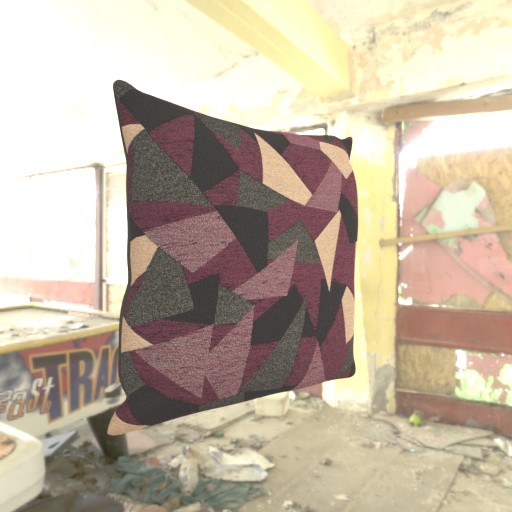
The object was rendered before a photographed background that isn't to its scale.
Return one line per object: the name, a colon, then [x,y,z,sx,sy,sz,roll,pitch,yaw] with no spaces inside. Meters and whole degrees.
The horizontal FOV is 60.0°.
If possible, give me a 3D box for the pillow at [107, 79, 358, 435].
pillow: [0.000,0.000,0.753,0.503,0.496,0.208,-1,1,-36]
